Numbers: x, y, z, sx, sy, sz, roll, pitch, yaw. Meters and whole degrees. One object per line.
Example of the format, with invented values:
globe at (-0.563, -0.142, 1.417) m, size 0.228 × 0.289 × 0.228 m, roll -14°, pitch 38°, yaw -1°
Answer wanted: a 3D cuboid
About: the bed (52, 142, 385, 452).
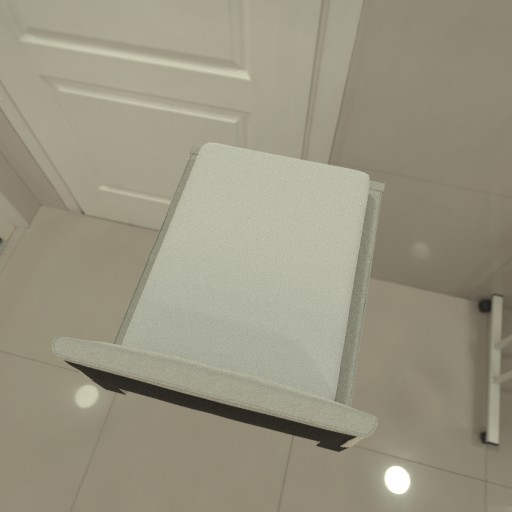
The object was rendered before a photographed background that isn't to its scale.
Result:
bed at (0.000, 0.000, 3.335) m, size 1.840 × 1.067 × 2.368 m, roll 13°, pitch 63°, yaw 7°
